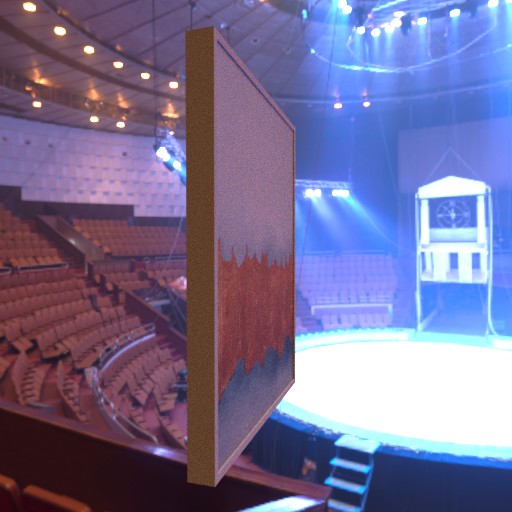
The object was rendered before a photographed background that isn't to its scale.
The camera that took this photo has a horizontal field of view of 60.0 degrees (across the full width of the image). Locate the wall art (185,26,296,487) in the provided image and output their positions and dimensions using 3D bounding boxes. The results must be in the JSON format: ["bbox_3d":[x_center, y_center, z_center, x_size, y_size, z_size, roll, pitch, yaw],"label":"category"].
[{"bbox_3d":[0.000,0.000,0.752,0.039,0.553,0.451,0,0,17],"label":"wall art"}]
